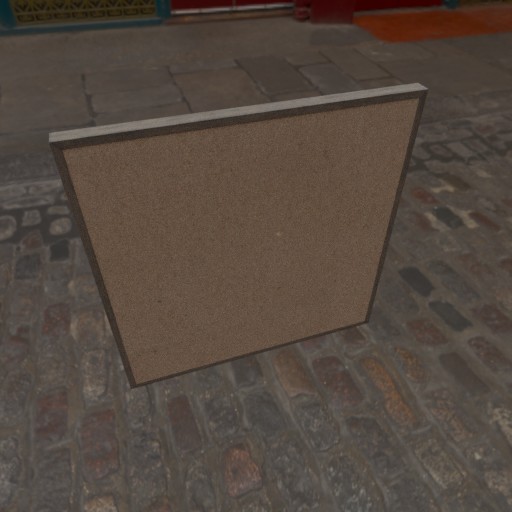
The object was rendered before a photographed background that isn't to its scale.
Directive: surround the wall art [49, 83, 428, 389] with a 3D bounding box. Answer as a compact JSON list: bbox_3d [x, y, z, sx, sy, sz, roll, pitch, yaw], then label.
[{"bbox_3d":[0.000,0.000,1.115,0.762,0.762,0.038,-13,43,-14],"label":"wall art"}]
